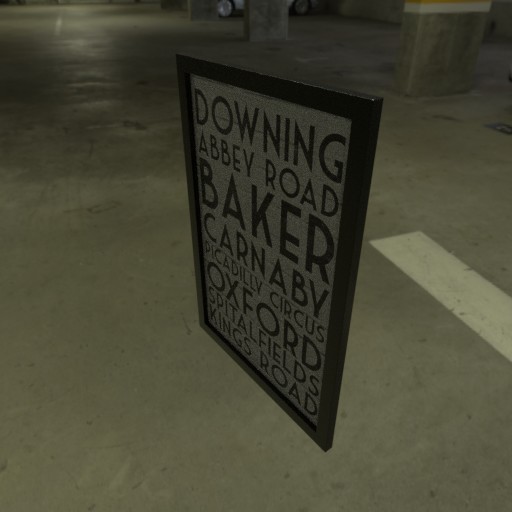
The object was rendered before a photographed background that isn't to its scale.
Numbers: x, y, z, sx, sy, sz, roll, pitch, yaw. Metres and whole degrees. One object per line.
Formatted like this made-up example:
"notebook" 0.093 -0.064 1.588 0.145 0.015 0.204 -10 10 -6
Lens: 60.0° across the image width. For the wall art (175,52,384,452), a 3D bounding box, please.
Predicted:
"wall art" 0.000 0.000 0.551 0.013 0.432 0.304 -22 38 -31
